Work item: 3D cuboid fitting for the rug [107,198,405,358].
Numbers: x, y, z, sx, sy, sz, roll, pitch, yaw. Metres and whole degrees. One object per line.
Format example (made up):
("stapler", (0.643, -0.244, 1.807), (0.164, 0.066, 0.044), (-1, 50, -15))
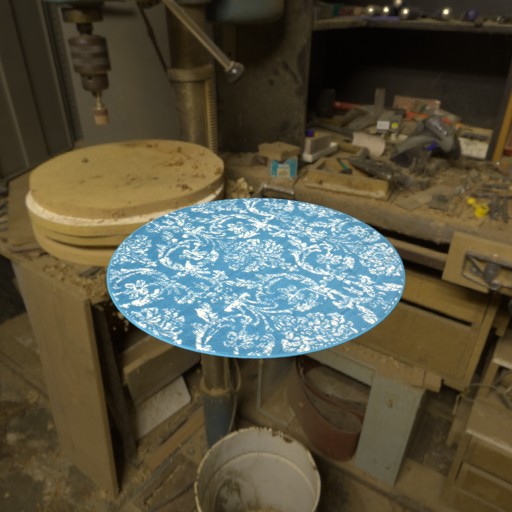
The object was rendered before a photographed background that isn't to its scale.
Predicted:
("rug", (0.000, 0.000, 2.461), (1.593, 0.012, 1.593), (0, 31, 0))
